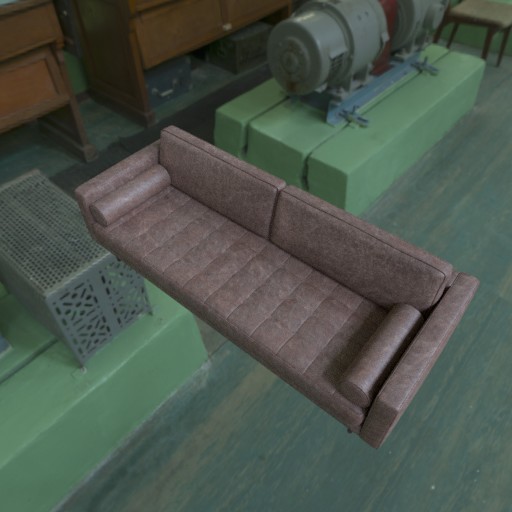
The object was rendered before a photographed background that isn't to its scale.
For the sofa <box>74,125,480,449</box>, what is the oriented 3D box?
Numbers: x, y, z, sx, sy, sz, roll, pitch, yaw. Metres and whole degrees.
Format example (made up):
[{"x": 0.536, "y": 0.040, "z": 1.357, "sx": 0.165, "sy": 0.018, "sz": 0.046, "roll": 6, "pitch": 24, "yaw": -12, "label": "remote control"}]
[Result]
[{"x": 0.000, "y": 0.000, "z": 2.597, "sx": 2.210, "sy": 0.762, "sz": 0.914, "roll": 31, "pitch": 55, "yaw": 25, "label": "sofa"}]
